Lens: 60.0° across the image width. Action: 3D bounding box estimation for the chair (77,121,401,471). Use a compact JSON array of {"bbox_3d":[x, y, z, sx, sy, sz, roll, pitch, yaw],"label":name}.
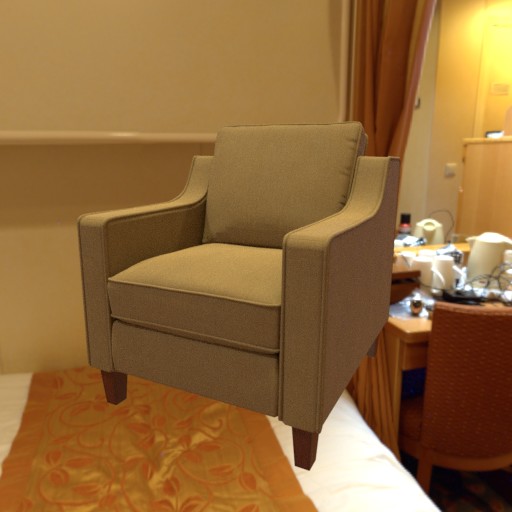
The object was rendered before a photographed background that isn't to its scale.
[{"bbox_3d":[0.000,0.000,1.623,0.831,0.960,0.909,7,15,27],"label":"chair"}]
